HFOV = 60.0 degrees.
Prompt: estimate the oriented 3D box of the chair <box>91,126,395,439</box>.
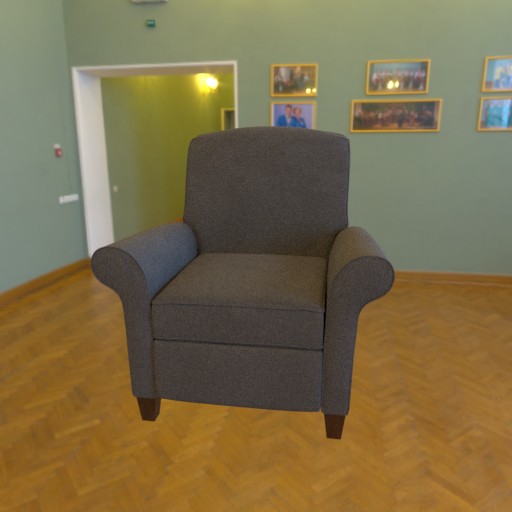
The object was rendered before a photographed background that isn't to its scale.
[{"bbox_3d":[0.000,0.000,1.827,0.978,1.061,0.905,2,14,9],"label":"chair"}]
